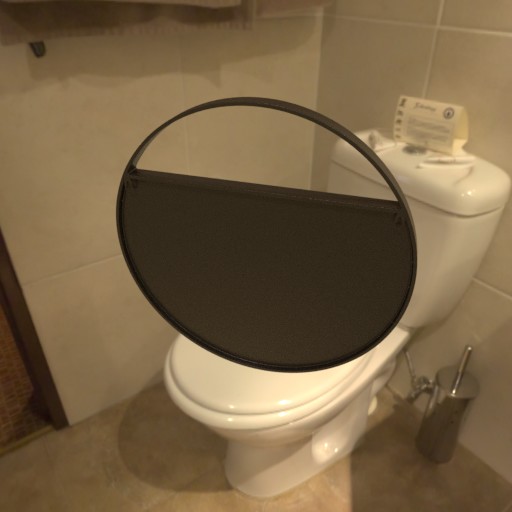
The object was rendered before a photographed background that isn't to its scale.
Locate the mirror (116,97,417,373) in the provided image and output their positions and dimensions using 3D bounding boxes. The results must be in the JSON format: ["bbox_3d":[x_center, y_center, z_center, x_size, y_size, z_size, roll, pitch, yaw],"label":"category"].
[{"bbox_3d":[0.000,0.000,0.826,0.565,0.565,0.032,9,34,14],"label":"mirror"}]
